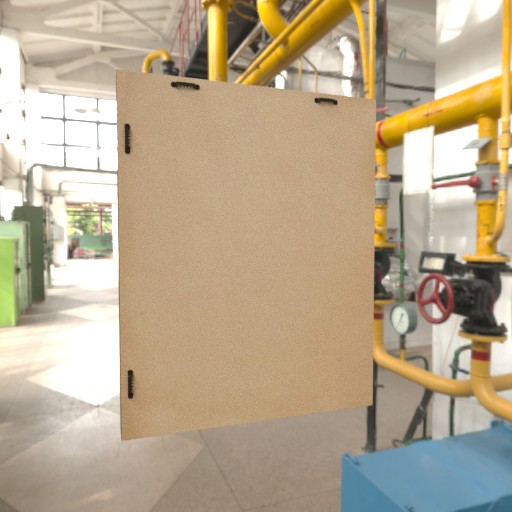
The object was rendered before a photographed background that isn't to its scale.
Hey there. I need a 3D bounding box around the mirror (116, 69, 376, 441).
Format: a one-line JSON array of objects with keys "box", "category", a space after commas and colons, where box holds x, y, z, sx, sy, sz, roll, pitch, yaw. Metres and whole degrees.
[{"box": [0.000, 0.000, 0.684, 0.405, 0.508, 0.041, -1, 3, -19], "category": "mirror"}]
